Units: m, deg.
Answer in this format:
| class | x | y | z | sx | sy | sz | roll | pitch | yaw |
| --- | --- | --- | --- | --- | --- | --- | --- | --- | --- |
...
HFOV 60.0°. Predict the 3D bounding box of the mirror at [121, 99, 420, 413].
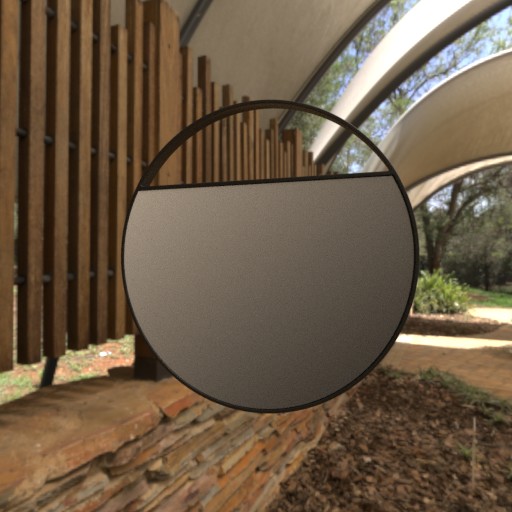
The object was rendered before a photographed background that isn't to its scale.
| class | x | y | z | sx | sy | sz | roll | pitch | yaw |
| --- | --- | --- | --- | --- | --- | --- | --- | --- | --- |
| mirror | 0.000 | 0.000 | 0.817 | 0.565 | 0.565 | 0.032 | 0 | -1 | 19 |
